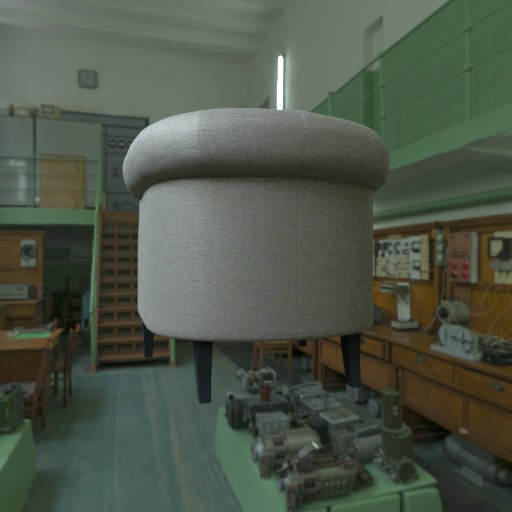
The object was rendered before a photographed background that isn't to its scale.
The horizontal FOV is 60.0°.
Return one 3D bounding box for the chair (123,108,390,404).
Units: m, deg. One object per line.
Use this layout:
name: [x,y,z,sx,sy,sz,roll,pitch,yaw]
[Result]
chair: [0.000,0.000,1.583,0.905,0.827,0.852,0,0,-18]
